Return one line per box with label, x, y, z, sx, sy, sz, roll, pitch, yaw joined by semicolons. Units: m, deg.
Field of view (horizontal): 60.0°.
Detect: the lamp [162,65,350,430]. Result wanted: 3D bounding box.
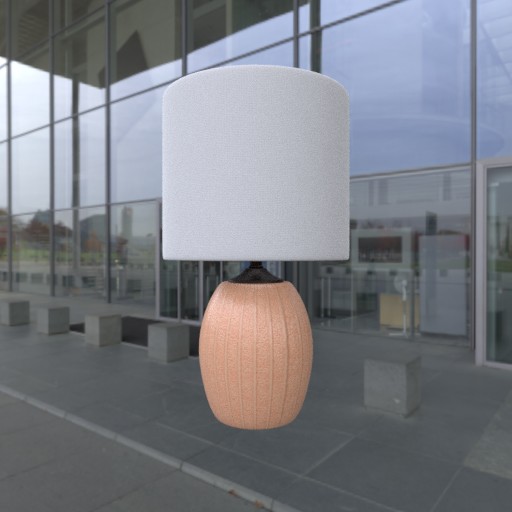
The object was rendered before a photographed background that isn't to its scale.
lamp;0.000;0.000;0.797;0.329;0.570;0.329;0;0;0
